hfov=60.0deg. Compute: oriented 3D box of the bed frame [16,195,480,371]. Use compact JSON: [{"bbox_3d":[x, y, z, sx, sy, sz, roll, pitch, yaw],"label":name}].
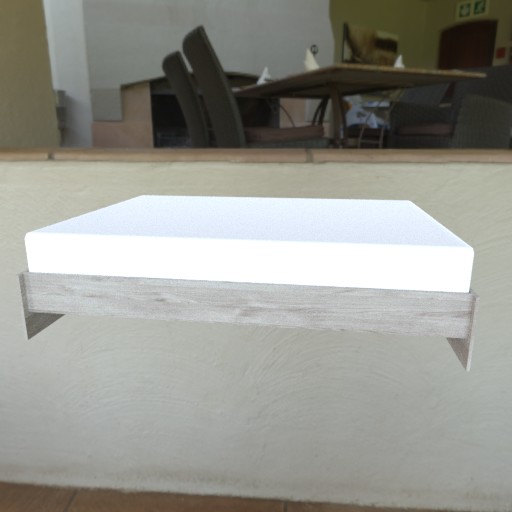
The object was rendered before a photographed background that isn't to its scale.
[{"bbox_3d":[0.000,0.000,2.540,1.945,0.497,1.445,2,15,8],"label":"bed frame"}]
